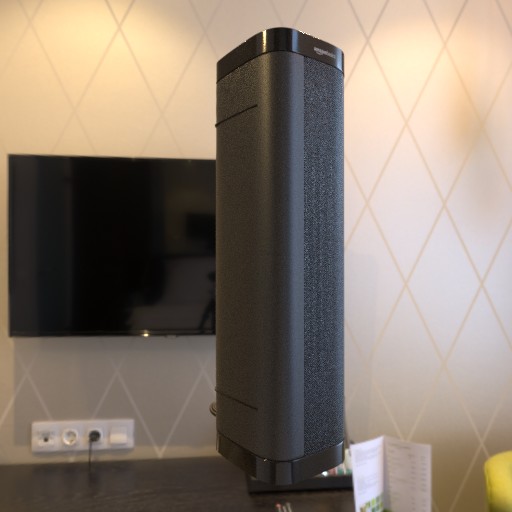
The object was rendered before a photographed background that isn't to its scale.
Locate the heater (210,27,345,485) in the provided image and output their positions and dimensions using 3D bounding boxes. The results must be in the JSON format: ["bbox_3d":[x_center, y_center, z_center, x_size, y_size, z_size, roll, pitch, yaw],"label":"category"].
[{"bbox_3d":[0.000,0.000,0.694,0.174,0.552,0.312,0,-1,-36],"label":"heater"}]
